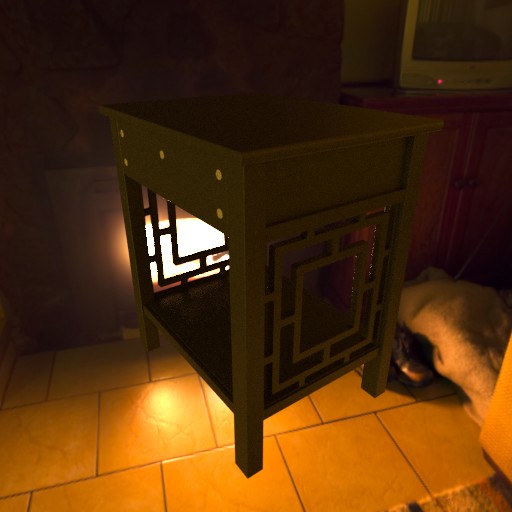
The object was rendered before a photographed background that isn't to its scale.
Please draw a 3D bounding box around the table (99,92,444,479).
[{"bbox_3d":[0.000,0.000,1.031,0.451,0.646,0.564,-18,31,-32],"label":"table"}]
